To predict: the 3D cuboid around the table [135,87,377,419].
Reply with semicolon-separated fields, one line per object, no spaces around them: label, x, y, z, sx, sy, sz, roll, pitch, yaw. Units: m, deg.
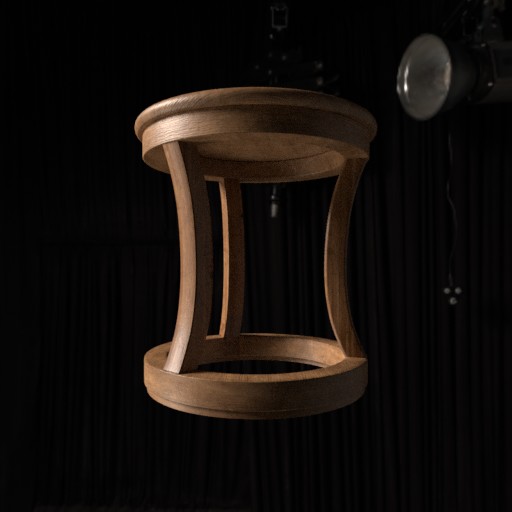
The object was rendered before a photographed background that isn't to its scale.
table;0.000;0.000;0.816;0.432;0.460;0.432;0;0;0
